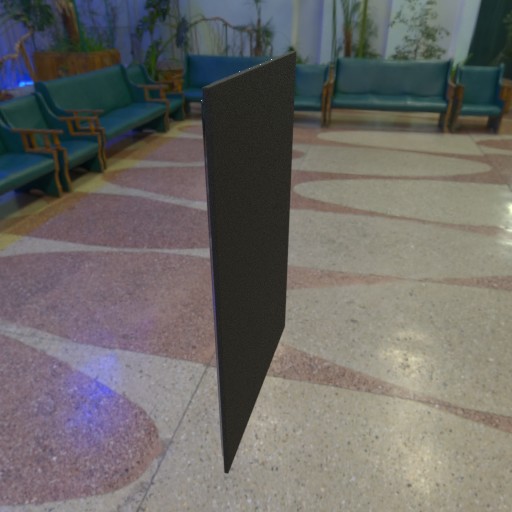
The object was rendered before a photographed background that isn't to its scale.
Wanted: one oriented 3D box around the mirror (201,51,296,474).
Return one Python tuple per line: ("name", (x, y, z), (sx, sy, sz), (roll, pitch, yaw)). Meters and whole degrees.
("mirror", (0.000, 0.000, 1.143), (0.039, 0.914, 0.613), (8, 31, 14))
